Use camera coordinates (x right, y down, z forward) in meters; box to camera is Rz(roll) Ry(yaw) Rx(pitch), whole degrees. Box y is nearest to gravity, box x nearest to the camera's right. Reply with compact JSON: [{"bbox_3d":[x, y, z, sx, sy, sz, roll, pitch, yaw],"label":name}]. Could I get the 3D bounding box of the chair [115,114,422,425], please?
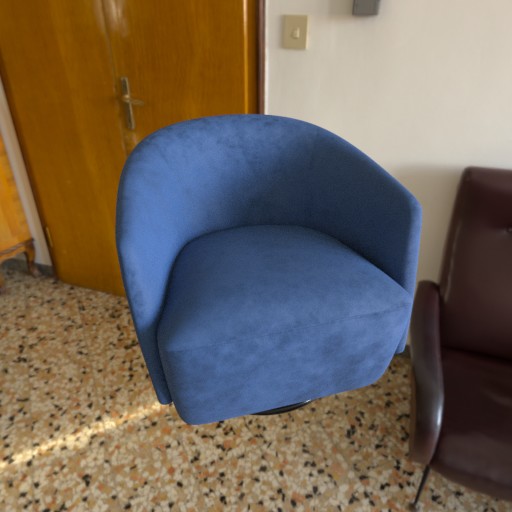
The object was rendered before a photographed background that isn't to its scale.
[{"bbox_3d":[0.000,0.000,1.364,0.773,0.698,0.767,-8,32,-14],"label":"chair"}]
